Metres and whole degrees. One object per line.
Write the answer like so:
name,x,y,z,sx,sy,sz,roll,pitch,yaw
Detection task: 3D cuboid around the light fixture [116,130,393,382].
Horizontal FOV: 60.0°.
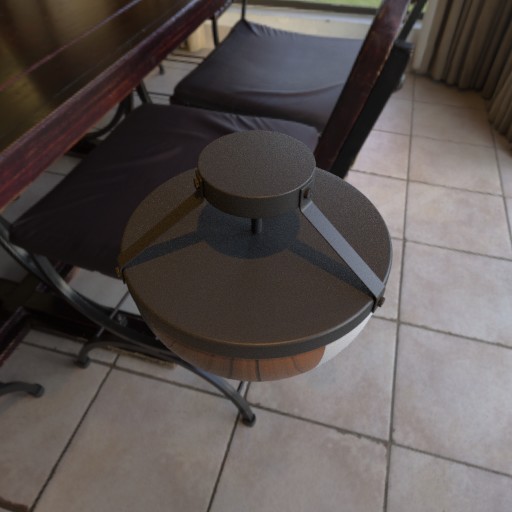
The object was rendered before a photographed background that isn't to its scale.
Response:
light fixture,0.000,0.000,0.531,0.304,0.269,0.304,0,46,0
